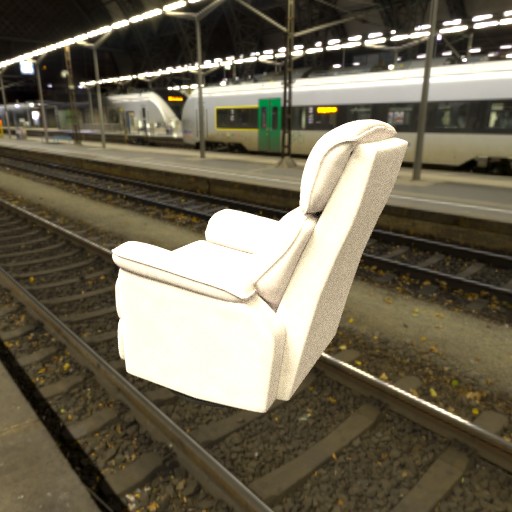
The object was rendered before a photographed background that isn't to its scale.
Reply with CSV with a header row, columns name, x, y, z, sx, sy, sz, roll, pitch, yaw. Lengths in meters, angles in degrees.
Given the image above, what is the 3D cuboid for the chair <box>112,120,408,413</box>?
name,x,y,z,sx,sy,sz,roll,pitch,yaw
chair,0.000,0.000,1.769,1.001,1.039,0.820,8,19,25
